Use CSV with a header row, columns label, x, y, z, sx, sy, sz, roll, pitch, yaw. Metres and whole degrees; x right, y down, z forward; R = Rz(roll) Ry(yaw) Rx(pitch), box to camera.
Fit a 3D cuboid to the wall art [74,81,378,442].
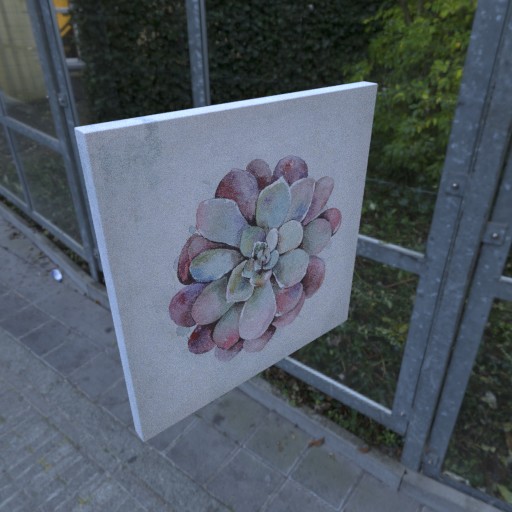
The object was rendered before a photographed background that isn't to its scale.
label,x,y,z,sx,sy,sz,roll,pitch,yaw
wall art,0.000,0.000,0.899,0.605,0.605,0.044,-22,37,-33
